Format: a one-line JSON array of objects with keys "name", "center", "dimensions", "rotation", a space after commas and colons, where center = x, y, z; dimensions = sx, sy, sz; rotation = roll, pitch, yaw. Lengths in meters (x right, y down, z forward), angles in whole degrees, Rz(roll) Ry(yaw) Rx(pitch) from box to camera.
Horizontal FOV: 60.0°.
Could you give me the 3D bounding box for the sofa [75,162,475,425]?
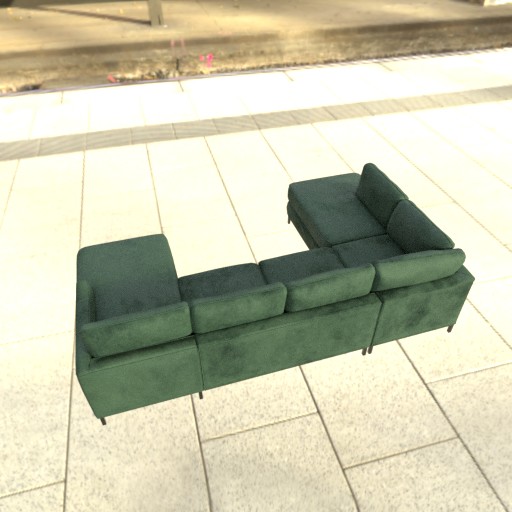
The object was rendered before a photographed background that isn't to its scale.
[{"name": "sofa", "center": [0.000, 0.000, 3.885], "dimensions": [2.994, 0.861, 1.992], "rotation": [-11, 41, -13]}]
